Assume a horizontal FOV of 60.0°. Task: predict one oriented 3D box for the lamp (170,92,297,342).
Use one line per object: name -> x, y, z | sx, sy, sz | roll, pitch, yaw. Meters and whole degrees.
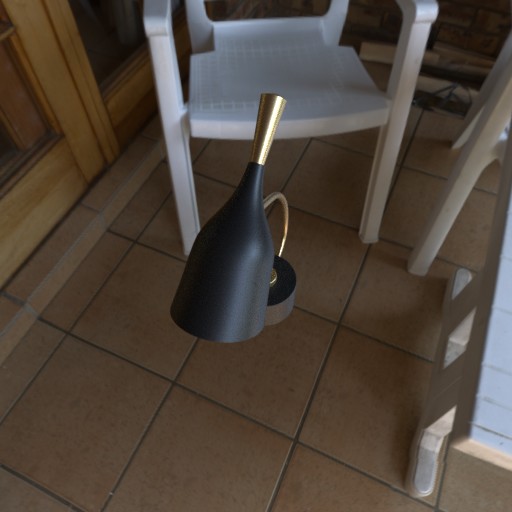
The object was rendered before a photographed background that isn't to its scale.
lamp -> 0.000, 0.000, 0.625 | 0.110, 0.464, 0.352 | 16, 58, 10
